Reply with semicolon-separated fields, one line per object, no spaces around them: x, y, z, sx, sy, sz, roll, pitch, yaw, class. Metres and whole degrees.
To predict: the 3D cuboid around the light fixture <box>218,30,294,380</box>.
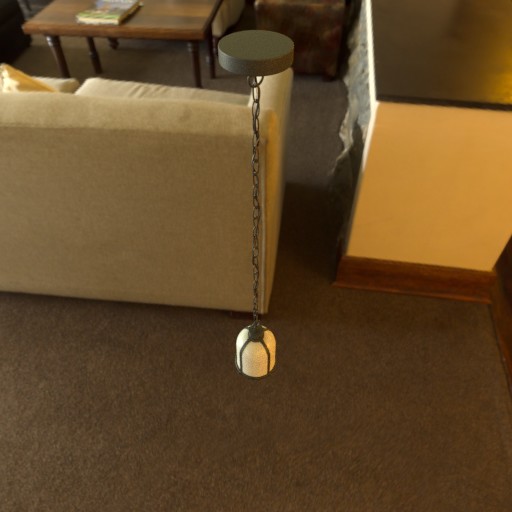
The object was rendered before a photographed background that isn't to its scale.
0.000;0.000;1.277;0.178;1.181;0.178;-32;54;-26;light fixture
